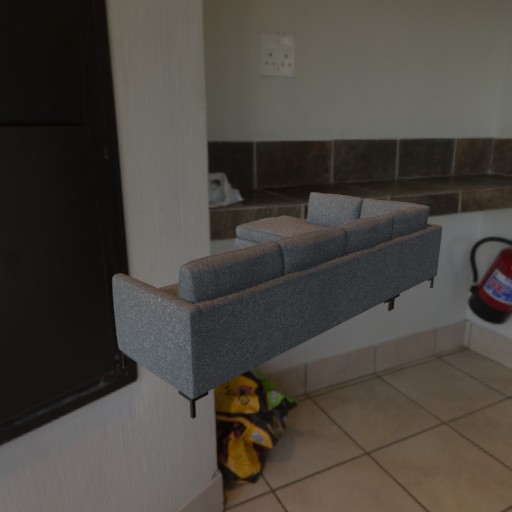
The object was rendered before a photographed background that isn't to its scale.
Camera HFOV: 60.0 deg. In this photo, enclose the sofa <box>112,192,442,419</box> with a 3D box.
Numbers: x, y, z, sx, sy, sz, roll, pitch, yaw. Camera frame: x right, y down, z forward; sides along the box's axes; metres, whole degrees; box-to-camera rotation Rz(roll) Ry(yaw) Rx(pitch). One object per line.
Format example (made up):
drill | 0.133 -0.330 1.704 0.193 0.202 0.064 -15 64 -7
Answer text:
sofa | 0.000 0.000 3.852 2.949 0.815 2.007 -15 22 -43
